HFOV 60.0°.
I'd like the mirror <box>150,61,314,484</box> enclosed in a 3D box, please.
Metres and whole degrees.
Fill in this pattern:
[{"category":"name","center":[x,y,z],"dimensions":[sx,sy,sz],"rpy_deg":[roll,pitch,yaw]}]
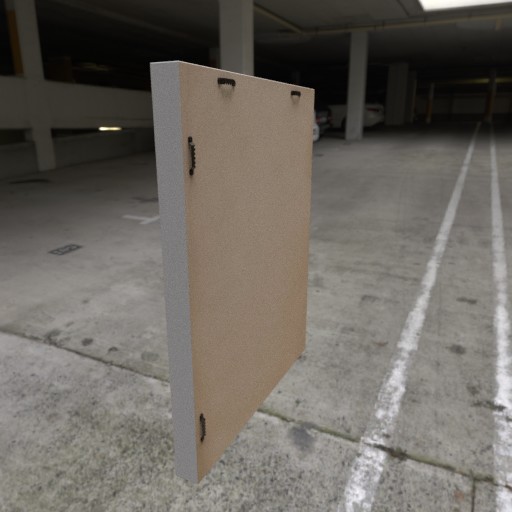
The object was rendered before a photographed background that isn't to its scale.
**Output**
[{"category":"mirror","center":[0.000,0.000,0.684],"dimensions":[0.041,0.508,0.405],"rpy_deg":[8,18,25]}]
